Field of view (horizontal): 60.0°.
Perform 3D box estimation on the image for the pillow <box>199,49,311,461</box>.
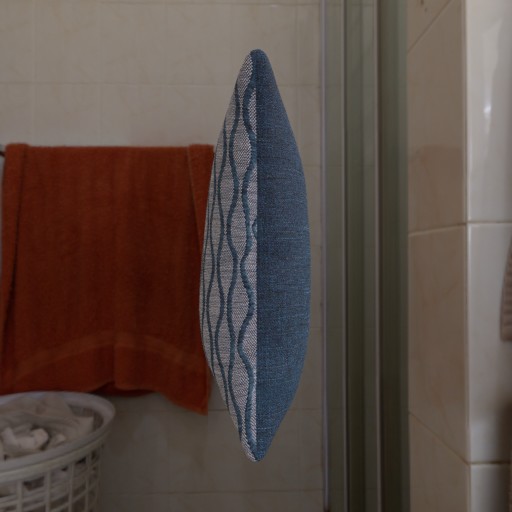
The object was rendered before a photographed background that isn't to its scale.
[{"bbox_3d":[0.000,0.000,0.675,0.159,0.435,0.435,0,0,1],"label":"pillow"}]
